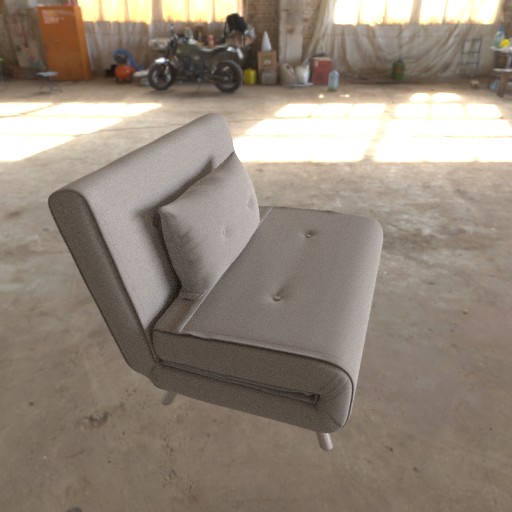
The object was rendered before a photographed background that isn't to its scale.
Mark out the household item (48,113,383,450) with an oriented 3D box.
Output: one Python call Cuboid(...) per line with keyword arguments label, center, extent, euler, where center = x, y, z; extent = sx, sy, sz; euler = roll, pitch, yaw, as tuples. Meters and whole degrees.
Cuboid(label="household item", center=(0.000, 0.000, 1.650), extent=(0.874, 0.800, 1.000), euler=(10, 31, 16))
